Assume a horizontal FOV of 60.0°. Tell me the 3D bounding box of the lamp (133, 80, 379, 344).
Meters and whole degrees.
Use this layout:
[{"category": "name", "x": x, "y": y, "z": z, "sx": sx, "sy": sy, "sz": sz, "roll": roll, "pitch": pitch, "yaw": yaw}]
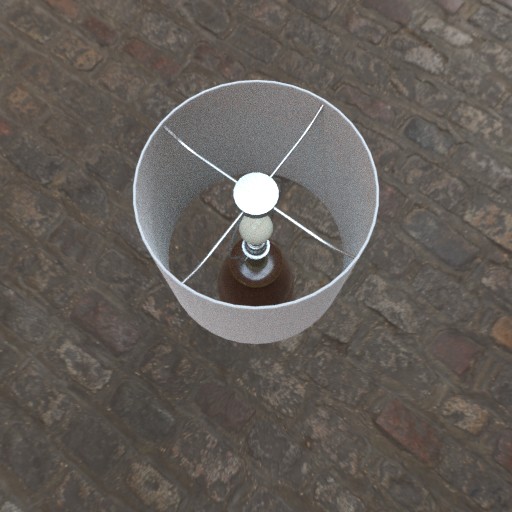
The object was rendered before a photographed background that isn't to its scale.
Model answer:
[{"category": "lamp", "x": 0.000, "y": 0.000, "z": 0.474, "sx": 0.186, "sy": 0.369, "sz": 0.186, "roll": 0, "pitch": 76, "yaw": 0}]
